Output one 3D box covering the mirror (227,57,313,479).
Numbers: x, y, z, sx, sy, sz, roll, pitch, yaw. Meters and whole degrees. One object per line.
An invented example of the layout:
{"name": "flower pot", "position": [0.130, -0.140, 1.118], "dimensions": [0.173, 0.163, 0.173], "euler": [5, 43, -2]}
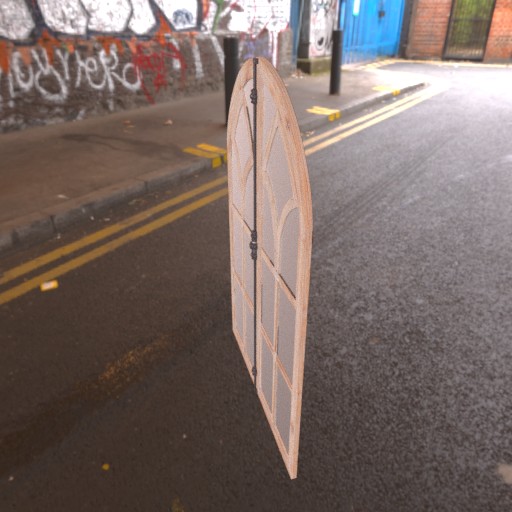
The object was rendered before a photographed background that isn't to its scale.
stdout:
{"name": "mirror", "position": [0.000, 0.000, 1.117], "dimensions": [0.032, 0.915, 0.609], "euler": [-8, 29, -14]}
